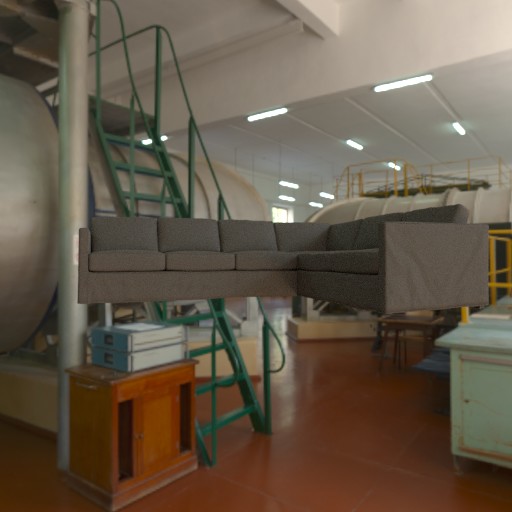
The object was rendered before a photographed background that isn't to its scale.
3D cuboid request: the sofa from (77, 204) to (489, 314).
[{"bbox_3d":[0.000,0.000,4.214,3.182,0.871,2.432,0,0,-19],"label":"sofa"}]
